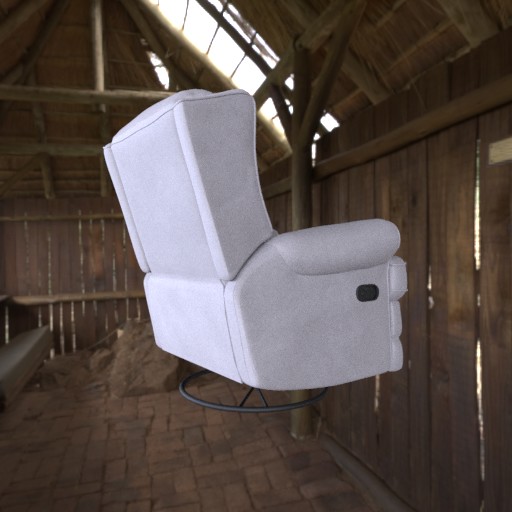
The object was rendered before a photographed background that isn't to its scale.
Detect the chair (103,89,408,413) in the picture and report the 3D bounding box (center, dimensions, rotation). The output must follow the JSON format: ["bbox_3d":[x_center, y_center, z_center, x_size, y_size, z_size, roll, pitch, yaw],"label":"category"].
[{"bbox_3d":[0.000,0.000,1.710,0.969,1.011,0.847,0,1,-36],"label":"chair"}]
